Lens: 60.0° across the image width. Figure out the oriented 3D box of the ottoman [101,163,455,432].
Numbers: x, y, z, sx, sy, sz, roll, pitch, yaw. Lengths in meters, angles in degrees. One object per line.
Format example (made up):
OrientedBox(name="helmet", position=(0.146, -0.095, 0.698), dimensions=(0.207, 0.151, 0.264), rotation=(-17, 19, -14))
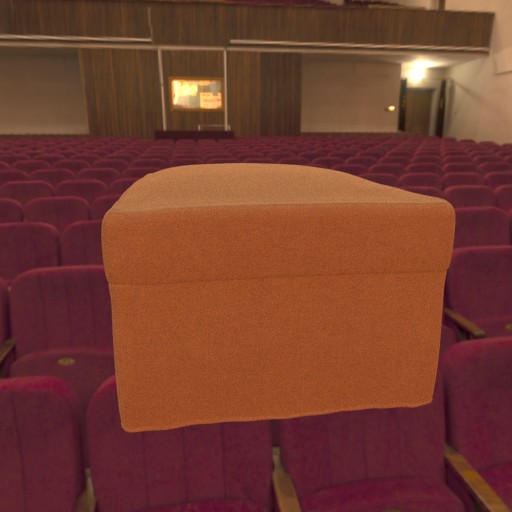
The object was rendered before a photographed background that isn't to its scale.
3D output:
OrientedBox(name="ottoman", position=(0.000, 0.000, 1.208), dimensions=(0.650, 0.485, 0.833), rotation=(-2, 15, -8))
